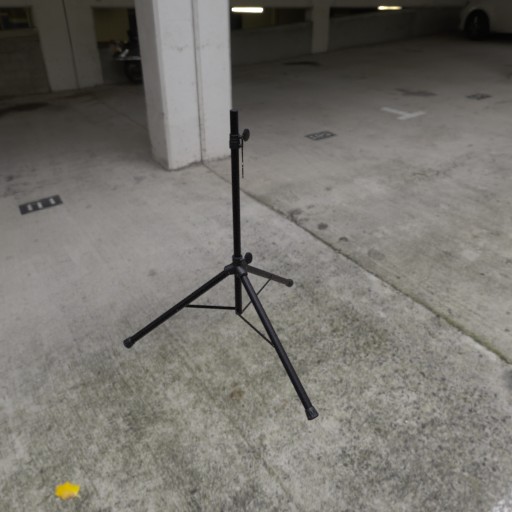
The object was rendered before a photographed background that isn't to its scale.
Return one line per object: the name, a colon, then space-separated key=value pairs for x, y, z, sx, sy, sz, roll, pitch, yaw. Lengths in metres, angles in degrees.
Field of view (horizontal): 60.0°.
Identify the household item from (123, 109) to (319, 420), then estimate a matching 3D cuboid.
household item: x=0.000 y=0.000 z=1.862 sx=1.045 sy=1.136 sz=0.907 roll=-17 pitch=34 yaw=-27
